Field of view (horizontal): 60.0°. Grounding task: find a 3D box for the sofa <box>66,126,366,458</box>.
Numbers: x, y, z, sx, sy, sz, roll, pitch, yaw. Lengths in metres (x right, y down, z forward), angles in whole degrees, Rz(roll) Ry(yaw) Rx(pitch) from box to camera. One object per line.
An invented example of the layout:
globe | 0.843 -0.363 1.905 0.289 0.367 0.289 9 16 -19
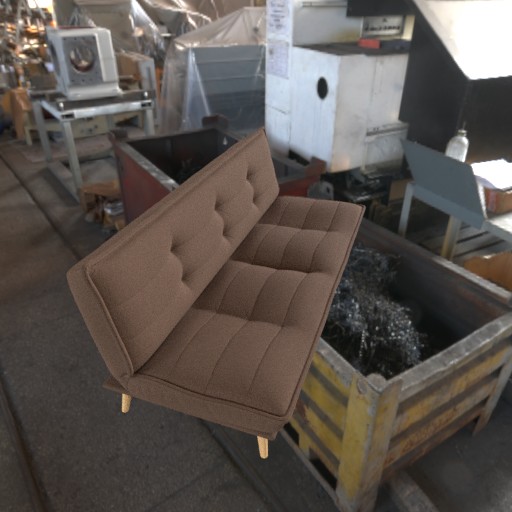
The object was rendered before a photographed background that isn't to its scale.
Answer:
sofa | 0.000 0.000 2.452 0.950 0.890 1.940 11 33 17
